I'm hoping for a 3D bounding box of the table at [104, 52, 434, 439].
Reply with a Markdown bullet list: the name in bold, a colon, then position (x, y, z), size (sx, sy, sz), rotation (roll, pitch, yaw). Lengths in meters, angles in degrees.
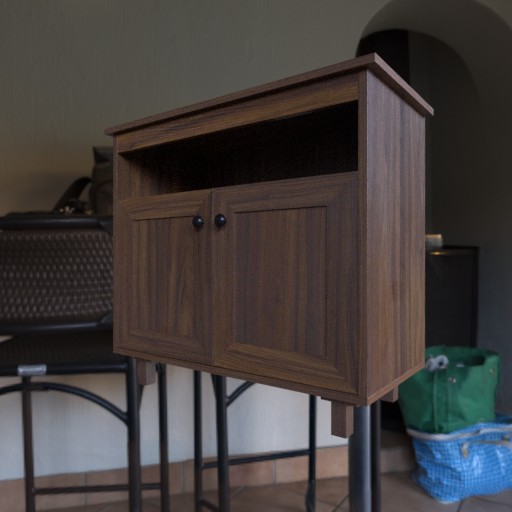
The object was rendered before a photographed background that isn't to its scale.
- **table**: position (0.000, 0.000, 1.176), size (0.802, 0.725, 0.390), rotation (0, 0, 37)
